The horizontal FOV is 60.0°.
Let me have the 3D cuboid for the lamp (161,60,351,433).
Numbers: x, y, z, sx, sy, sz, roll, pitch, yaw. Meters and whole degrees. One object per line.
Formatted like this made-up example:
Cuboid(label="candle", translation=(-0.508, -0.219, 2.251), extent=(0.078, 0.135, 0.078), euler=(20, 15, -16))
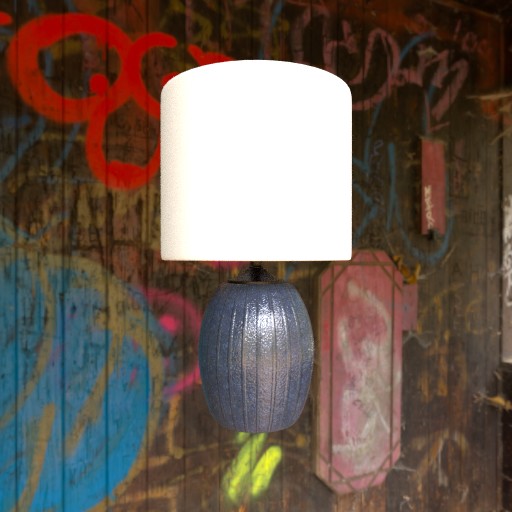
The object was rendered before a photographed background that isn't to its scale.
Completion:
Cuboid(label="lamp", translation=(0.000, 0.000, 0.782), extent=(0.329, 0.570, 0.329), euler=(0, 0, 36))
